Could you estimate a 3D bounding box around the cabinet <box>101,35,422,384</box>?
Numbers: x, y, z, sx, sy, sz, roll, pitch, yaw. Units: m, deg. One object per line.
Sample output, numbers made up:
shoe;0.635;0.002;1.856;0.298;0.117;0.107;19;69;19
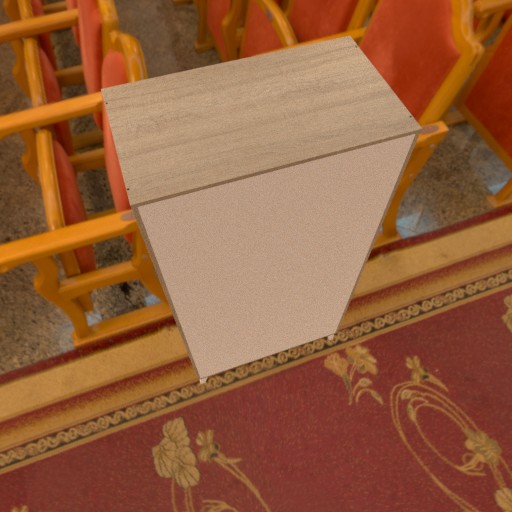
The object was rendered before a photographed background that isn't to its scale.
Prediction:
cabinet;0.000;0.000;2.422;1.006;1.999;0.571;-17;60;-10
